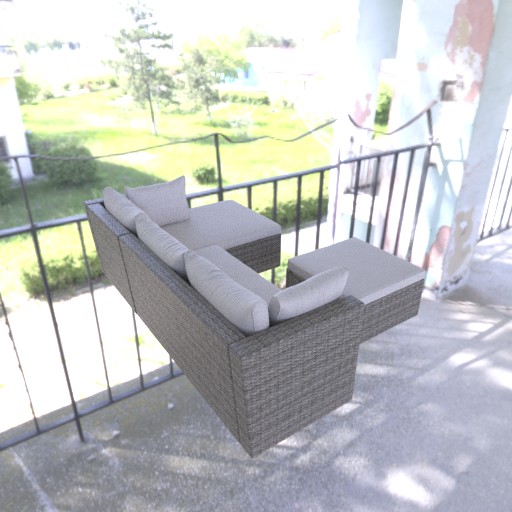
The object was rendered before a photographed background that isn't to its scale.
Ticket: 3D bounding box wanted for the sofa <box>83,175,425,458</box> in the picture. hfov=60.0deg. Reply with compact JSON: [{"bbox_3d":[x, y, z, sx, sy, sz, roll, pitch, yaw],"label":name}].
[{"bbox_3d":[0.000,0.000,3.068,1.662,0.766,2.192,-17,32,-31],"label":"sofa"}]
